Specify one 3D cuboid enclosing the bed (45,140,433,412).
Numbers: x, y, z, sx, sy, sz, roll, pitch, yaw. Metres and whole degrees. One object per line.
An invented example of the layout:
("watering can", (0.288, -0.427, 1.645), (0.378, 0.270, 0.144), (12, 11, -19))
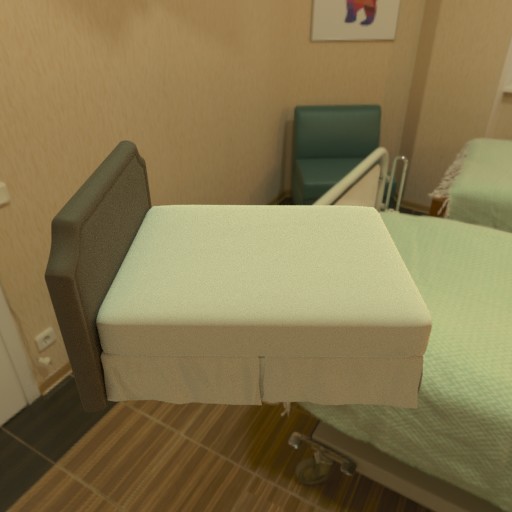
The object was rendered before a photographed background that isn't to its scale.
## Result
("bed", (0.000, 0.000, 3.246), (2.181, 1.297, 1.831), (0, 32, 0))
